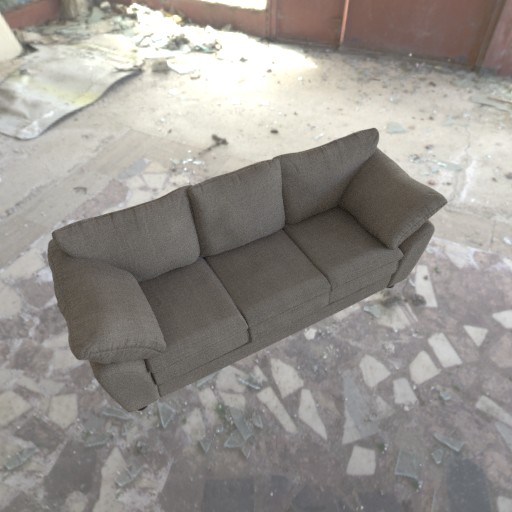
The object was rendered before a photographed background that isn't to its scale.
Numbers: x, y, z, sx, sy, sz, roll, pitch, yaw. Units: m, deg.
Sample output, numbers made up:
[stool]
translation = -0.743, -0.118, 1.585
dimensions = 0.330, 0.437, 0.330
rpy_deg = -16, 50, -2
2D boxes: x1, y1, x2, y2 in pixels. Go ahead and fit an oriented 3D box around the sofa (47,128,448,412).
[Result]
[sofa]
translation = 0.000, 0.000, 2.829
dimensions = 2.334, 0.996, 0.878
rpy_deg = -22, 50, -20
